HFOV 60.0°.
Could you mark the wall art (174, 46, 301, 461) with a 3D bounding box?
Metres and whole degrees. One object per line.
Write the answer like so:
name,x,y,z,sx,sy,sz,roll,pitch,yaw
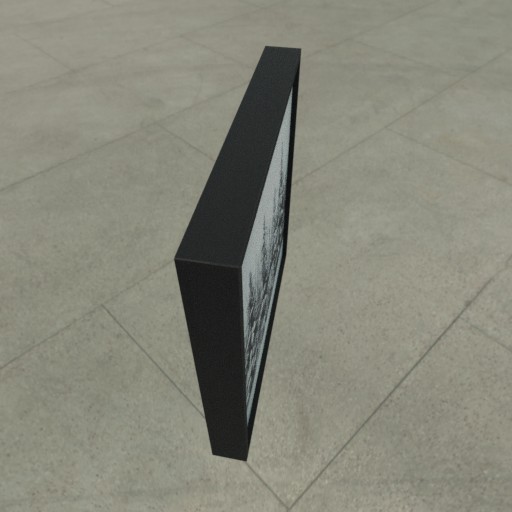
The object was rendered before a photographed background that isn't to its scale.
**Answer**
wall art,0.000,0.000,0.461,0.037,0.305,0.305,8,47,7
